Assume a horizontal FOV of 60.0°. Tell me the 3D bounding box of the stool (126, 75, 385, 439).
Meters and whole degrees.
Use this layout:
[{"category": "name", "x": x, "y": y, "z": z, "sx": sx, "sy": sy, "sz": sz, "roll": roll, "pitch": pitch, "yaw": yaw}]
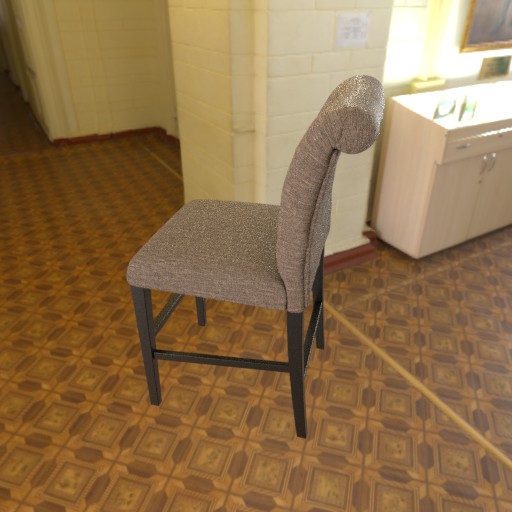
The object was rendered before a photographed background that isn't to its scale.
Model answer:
[{"category": "stool", "x": 0.000, "y": 0.000, "z": 1.312, "sx": 0.611, "sy": 0.970, "sz": 0.457, "roll": 8, "pitch": 31, "yaw": 13}]
